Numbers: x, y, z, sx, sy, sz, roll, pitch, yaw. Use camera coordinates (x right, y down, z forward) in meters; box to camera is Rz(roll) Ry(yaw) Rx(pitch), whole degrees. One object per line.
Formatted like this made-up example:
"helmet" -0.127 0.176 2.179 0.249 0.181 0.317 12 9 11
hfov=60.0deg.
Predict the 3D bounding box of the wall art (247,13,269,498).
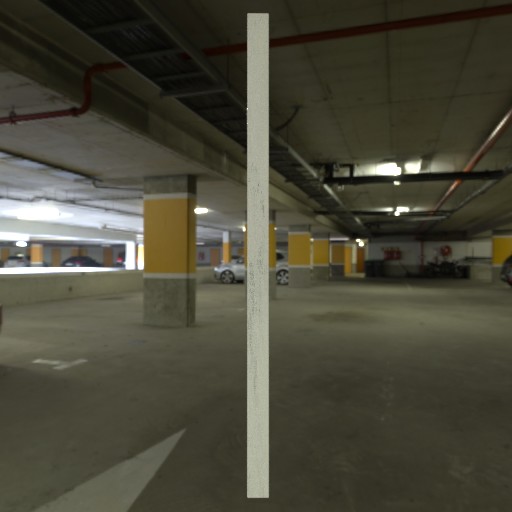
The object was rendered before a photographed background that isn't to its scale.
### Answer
"wall art" 0.000 0.000 1.147 0.043 0.914 0.624 0 -1 -1
